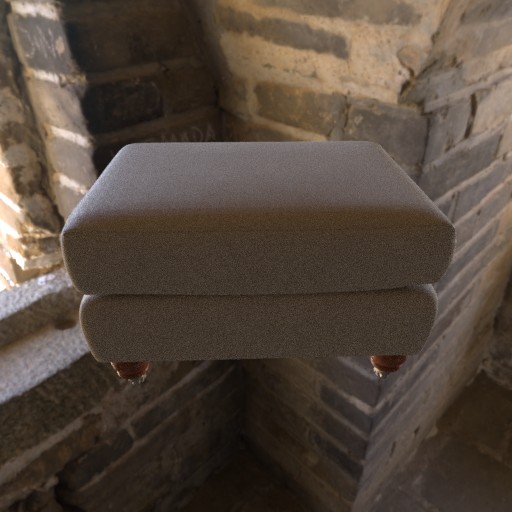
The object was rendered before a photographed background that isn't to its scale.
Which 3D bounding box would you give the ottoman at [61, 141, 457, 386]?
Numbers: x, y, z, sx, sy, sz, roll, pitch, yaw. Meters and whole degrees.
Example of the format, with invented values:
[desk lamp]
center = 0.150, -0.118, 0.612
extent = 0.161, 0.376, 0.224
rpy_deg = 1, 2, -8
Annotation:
[ottoman]
center = 0.000, 0.000, 1.151
extent = 0.773, 0.504, 0.569
rpy_deg = -1, 30, -2
